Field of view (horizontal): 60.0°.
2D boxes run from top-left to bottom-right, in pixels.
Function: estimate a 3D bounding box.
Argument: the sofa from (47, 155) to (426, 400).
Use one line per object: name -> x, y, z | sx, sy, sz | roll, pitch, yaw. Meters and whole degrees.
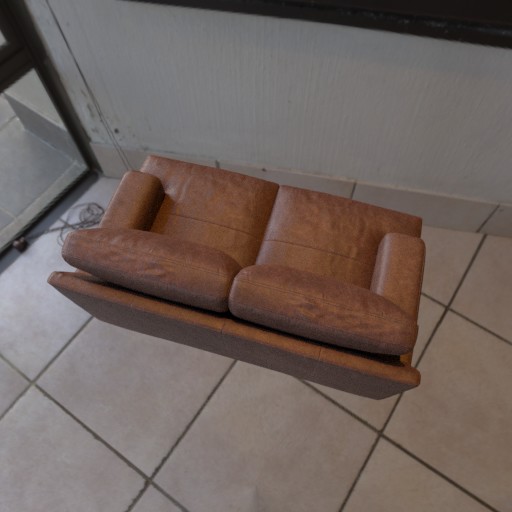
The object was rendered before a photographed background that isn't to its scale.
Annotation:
sofa -> 0.000, 0.000, 2.531 | 1.880, 0.939, 1.143 | 14, 63, 7
